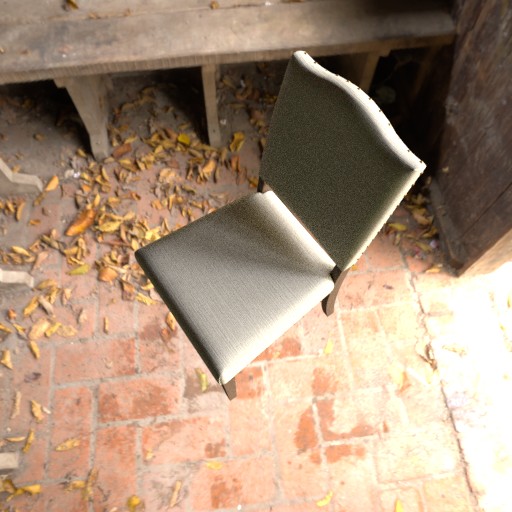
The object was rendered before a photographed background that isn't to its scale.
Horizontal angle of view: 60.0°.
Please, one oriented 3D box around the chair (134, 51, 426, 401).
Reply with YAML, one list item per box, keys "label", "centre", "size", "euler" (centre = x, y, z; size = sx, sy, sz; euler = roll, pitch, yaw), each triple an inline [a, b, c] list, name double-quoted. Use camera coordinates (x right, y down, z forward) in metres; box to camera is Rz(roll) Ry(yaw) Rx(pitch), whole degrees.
- label: "chair"
  centre: [0.000, 0.000, 1.384]
  size: [0.619, 1.015, 0.508]
  euler: [-33, 70, -14]
